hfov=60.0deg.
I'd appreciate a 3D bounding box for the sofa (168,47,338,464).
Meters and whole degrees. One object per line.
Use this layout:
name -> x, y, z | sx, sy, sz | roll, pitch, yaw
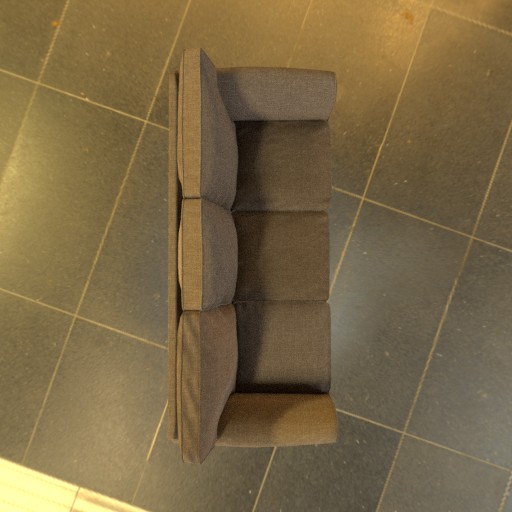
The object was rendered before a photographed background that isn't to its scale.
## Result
sofa -> 0.000, 0.000, 2.594 | 0.916, 0.961, 2.084 | 0, 89, 0
